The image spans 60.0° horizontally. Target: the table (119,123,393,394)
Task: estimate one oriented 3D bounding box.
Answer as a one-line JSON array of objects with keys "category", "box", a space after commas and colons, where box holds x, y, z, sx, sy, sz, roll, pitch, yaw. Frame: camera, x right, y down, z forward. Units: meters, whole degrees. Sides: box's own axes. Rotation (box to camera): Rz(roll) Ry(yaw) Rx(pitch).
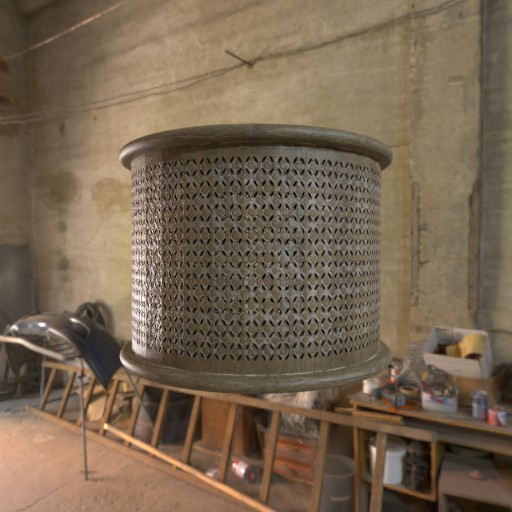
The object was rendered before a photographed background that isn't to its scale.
[{"category": "table", "box": [0.000, 0.000, 1.030, 0.607, 0.450, 0.607, 0, 1, 0]}]
